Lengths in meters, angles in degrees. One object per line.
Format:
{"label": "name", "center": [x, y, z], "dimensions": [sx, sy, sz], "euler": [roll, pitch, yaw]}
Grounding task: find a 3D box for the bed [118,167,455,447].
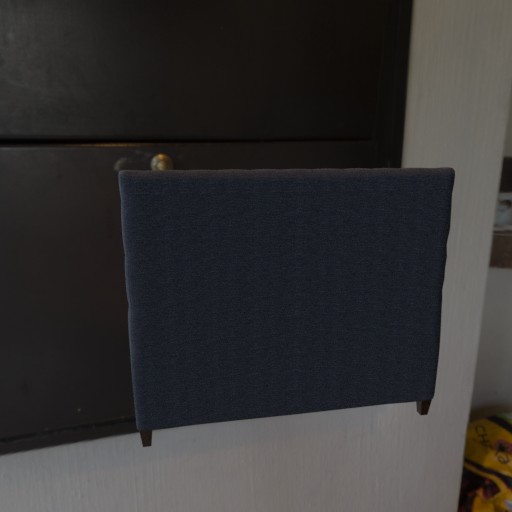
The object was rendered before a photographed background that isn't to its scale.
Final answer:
{"label": "bed", "center": [0.000, 0.000, 3.409], "dimensions": [1.698, 1.427, 2.387], "euler": [-2, 14, -10]}
